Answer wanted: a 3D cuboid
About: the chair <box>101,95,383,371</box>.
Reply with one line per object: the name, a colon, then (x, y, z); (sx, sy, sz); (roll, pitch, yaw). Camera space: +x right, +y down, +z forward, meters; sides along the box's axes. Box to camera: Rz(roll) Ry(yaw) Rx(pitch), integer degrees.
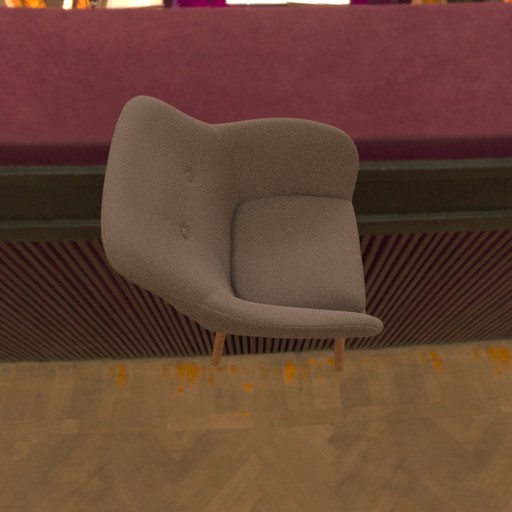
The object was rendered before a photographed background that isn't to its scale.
chair: (0.000, 0.000, 1.232); (0.590, 0.830, 0.570); (-1, 63, 0)
